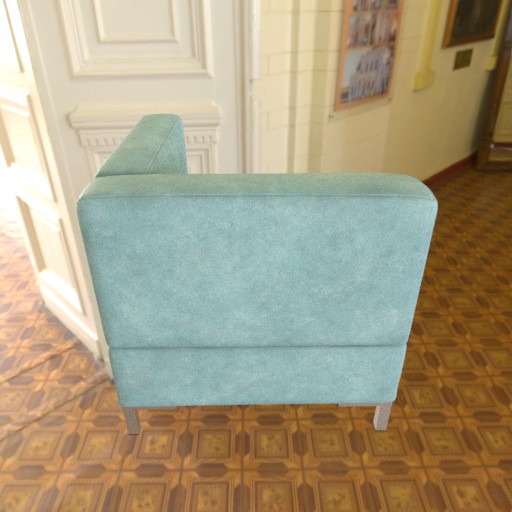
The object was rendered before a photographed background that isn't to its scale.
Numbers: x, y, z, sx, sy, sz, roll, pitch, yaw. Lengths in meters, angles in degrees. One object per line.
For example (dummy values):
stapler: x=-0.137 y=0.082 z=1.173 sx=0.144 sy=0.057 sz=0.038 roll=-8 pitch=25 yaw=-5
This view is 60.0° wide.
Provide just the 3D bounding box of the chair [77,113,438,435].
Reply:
chair: x=0.000 y=0.000 z=1.235 sx=0.691 sy=0.660 sz=0.684 roll=-1 pitch=30 yaw=-1
